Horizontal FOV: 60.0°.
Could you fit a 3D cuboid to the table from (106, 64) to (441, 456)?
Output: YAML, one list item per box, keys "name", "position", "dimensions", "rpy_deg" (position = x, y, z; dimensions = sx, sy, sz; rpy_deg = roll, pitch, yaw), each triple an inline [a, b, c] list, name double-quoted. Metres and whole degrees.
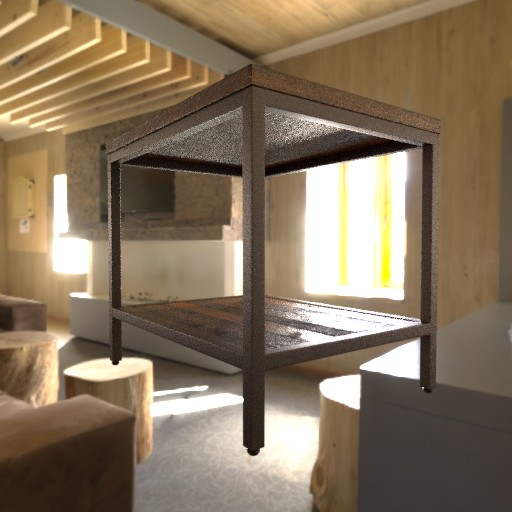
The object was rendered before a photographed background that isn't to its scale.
- name: "table"
  position: [0.000, 0.000, 1.110]
  dimensions: [0.524, 0.612, 0.678]
  rpy_deg: [-1, 2, -37]
